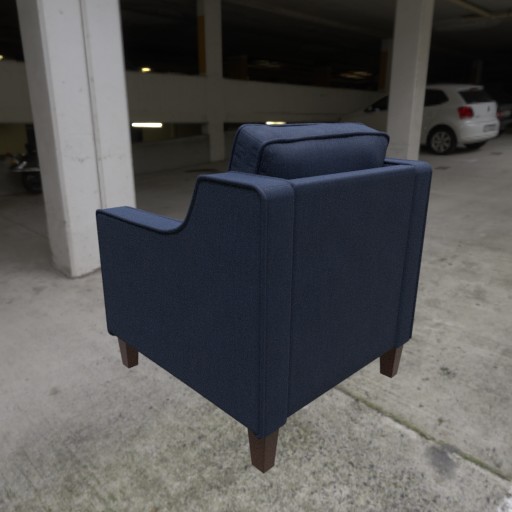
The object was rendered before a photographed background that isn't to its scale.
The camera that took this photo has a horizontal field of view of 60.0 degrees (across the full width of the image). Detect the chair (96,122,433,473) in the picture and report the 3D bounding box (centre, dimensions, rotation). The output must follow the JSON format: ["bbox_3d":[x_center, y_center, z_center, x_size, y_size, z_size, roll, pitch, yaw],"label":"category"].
[{"bbox_3d":[0.000,0.000,1.665,0.831,0.960,0.909,-16,23,-42],"label":"chair"}]
